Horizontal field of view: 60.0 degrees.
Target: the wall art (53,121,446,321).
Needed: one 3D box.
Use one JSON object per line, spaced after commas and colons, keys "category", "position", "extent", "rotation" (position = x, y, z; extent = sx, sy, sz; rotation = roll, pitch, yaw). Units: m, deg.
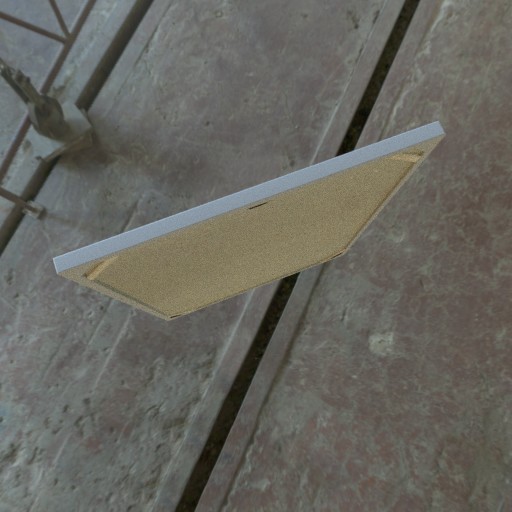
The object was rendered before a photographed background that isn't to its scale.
{"category": "wall art", "position": [0.000, 0.000, 1.568], "extent": [0.914, 1.212, 0.038], "rotation": [-20, 78, -5]}
